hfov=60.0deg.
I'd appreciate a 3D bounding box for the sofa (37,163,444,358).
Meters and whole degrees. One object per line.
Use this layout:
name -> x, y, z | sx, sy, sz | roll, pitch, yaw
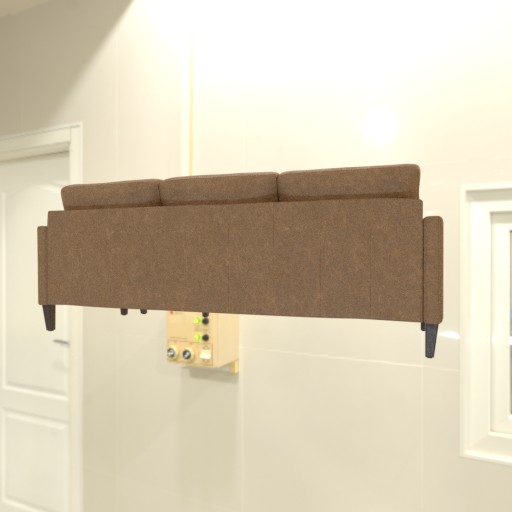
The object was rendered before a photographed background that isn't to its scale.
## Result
sofa -> 0.000, 0.000, 2.911 | 2.178, 0.876, 1.506 | 0, 0, 19
